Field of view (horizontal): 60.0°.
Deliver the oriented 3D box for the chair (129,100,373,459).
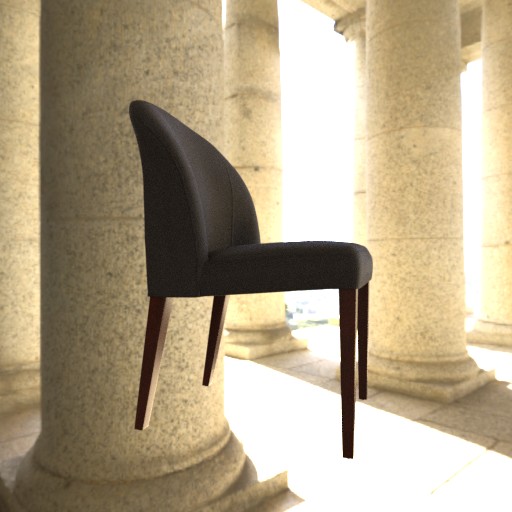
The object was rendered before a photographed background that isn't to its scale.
[{"bbox_3d":[0.000,0.000,1.243,0.619,0.879,0.506,0,0,18],"label":"chair"}]
